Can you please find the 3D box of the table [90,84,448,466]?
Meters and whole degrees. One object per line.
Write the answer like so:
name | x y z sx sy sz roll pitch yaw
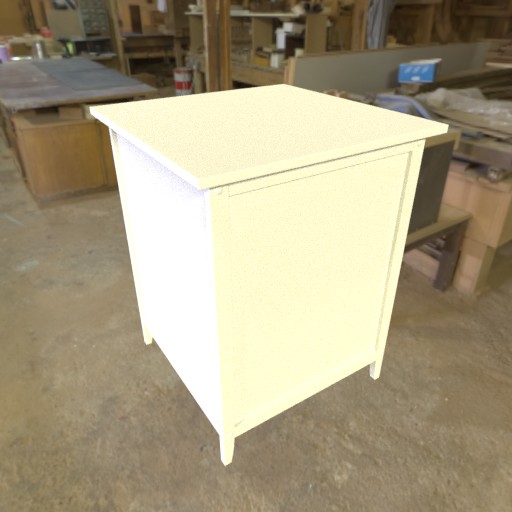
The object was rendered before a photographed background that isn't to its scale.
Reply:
table | 0.000 0.000 0.775 0.381 0.483 0.381 -18 35 -28
